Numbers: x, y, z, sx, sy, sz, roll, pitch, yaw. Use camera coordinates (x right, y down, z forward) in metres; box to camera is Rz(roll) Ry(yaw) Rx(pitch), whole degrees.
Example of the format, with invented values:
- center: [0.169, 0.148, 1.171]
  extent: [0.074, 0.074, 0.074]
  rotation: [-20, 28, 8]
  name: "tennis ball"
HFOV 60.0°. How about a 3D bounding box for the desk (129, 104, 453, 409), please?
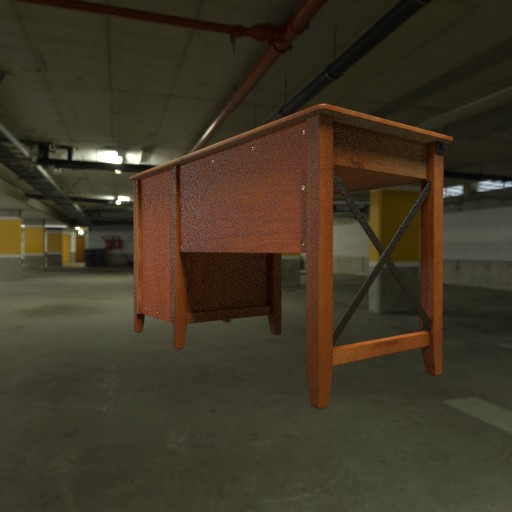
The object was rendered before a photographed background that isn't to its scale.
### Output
- center: [0.000, 0.000, 1.782]
  extent: [0.574, 0.756, 1.353]
  rotation: [-1, 1, -35]
  name: "desk"
